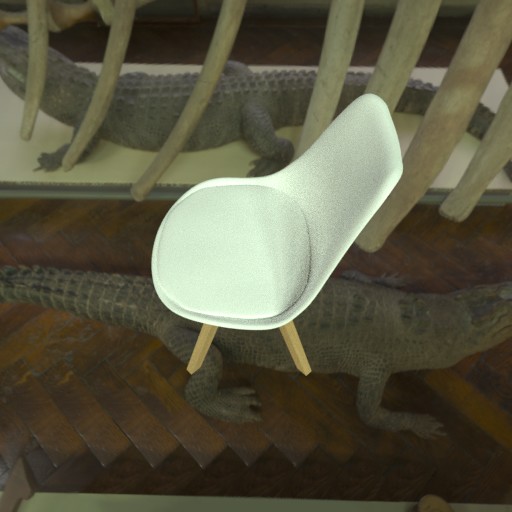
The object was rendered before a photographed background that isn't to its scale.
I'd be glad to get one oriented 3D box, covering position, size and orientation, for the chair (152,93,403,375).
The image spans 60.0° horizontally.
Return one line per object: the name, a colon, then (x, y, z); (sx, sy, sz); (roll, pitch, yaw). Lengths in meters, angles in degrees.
chair: (0.000, 0.000, 1.202); (0.550, 0.849, 0.485); (0, 56, 0)
